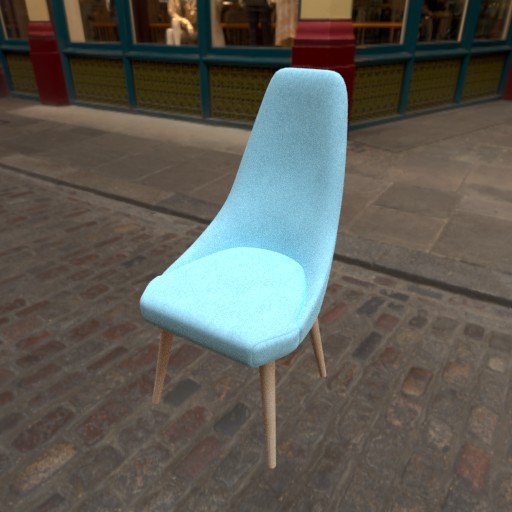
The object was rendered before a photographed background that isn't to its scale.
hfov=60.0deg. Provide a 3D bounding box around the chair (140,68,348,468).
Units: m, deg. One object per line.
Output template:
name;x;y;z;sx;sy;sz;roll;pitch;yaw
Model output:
chair;0.000;0.000;1.401;0.510;1.040;0.660;17;33;28
